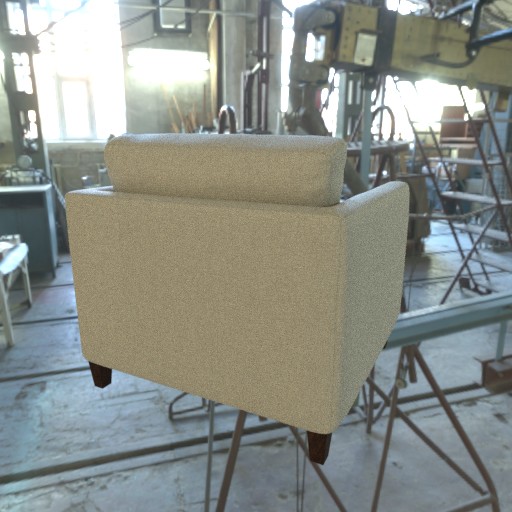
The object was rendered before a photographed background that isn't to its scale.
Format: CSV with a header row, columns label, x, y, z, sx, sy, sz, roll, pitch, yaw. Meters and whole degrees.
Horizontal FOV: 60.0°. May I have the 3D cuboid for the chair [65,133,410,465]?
label,x,y,z,sx,sy,sz,roll,pitch,yaw
chair,0.000,0.000,1.718,0.996,0.919,0.959,8,17,27
